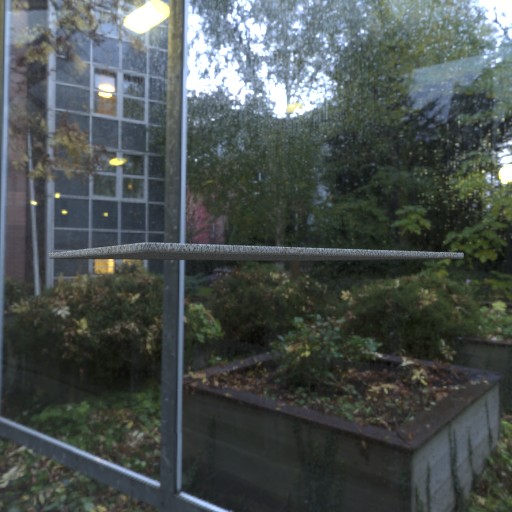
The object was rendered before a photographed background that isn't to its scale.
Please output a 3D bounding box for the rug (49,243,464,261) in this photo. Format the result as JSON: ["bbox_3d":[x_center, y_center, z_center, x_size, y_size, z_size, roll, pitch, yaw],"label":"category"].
[{"bbox_3d":[0.000,0.000,2.114,1.600,0.027,1.200,1,-2,-36],"label":"rug"}]
